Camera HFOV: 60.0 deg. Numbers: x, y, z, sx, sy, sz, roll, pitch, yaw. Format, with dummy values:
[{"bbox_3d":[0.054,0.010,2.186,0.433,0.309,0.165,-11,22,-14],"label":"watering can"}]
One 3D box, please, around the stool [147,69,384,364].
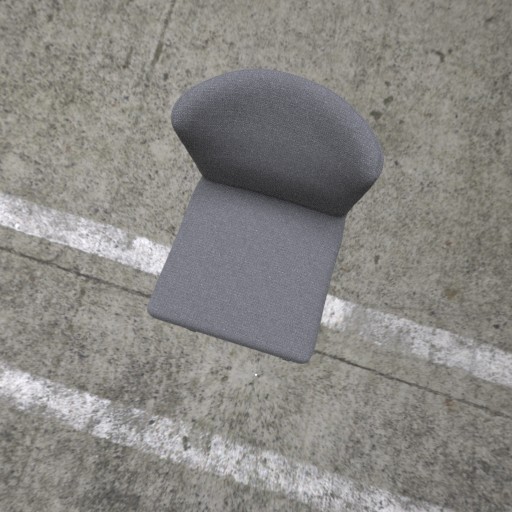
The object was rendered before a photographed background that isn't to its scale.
[{"bbox_3d":[0.000,0.000,1.403,0.486,1.069,0.568,17,76,4],"label":"stool"}]
